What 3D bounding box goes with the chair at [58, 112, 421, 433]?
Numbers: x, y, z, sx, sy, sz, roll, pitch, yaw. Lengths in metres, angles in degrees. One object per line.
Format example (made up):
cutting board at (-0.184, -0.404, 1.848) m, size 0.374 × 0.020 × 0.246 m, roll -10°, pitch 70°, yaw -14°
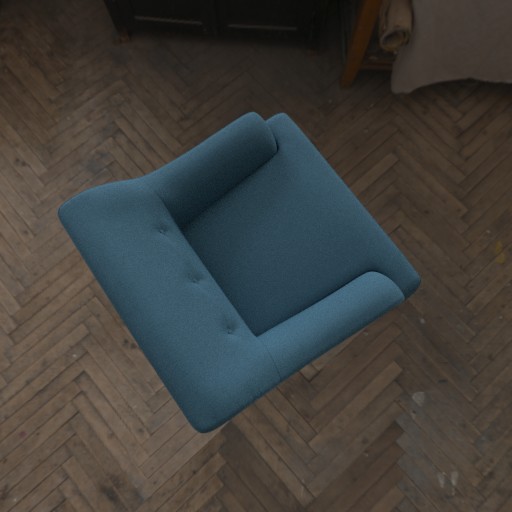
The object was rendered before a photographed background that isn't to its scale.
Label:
chair at (0.000, 0.000, 1.705) m, size 0.951 × 0.818 × 0.946 m, roll -35°, pitch 79°, yaw -8°
